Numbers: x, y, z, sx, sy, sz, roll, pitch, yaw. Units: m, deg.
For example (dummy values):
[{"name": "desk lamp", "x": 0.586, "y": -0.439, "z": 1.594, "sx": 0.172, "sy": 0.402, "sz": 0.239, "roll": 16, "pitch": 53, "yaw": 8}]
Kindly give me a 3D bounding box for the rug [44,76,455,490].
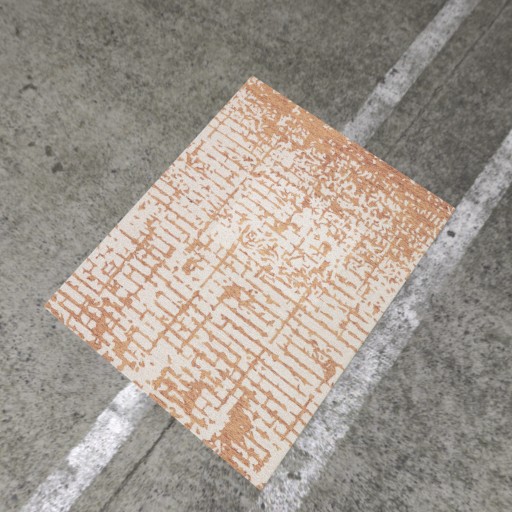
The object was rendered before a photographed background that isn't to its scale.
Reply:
[{"name": "rug", "x": 0.000, "y": 0.000, "z": 4.082, "sx": 2.441, "sy": 0.011, "sz": 3.050, "roll": 36, "pitch": 77, "yaw": 10}]
